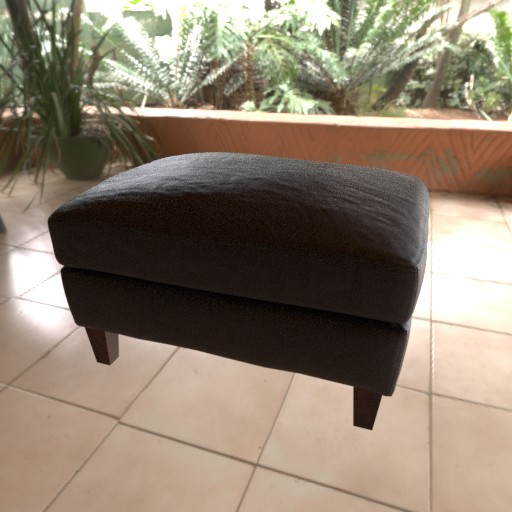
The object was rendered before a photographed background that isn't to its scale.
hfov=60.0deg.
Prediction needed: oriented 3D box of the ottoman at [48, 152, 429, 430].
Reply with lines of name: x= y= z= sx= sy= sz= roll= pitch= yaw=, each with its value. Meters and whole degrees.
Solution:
ottoman: x=0.000 y=0.000 z=1.269 sx=0.887 sy=0.529 sz=0.659 roll=8 pitch=27 yaw=17
